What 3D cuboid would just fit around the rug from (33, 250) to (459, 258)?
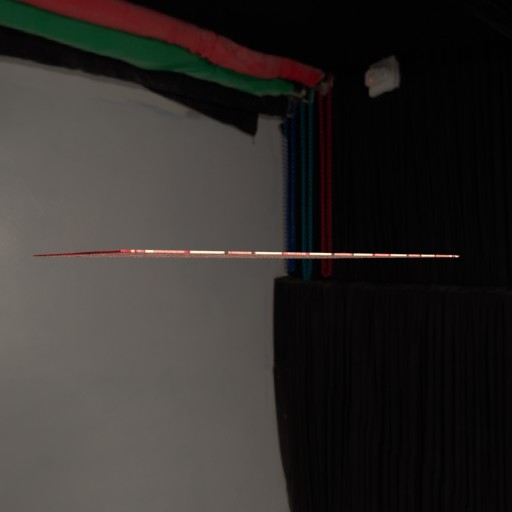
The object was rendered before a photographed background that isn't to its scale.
[{"bbox_3d":[0.000,0.000,2.975,2.431,0.010,1.535,1,-1,-38],"label":"rug"}]
